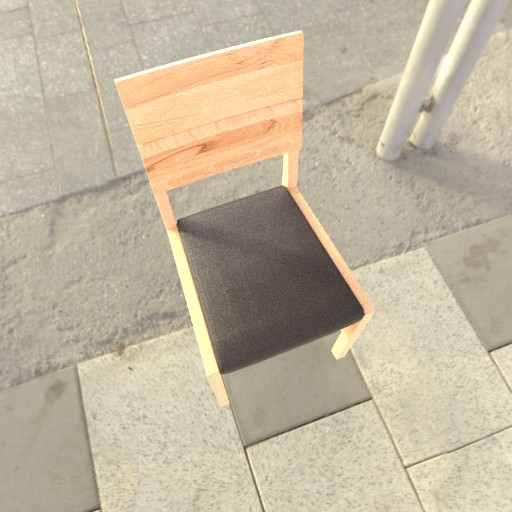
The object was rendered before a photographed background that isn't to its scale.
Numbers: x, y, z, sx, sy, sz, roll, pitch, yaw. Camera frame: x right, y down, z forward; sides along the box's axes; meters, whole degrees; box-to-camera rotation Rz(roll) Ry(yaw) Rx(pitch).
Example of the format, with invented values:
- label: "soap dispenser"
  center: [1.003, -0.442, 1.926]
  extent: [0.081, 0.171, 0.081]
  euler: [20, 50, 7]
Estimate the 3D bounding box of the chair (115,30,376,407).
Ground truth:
- label: "chair"
  center: [0.000, 0.000, 1.259]
  extent: [0.475, 0.950, 0.560]
  euler: [-19, 64, -10]
